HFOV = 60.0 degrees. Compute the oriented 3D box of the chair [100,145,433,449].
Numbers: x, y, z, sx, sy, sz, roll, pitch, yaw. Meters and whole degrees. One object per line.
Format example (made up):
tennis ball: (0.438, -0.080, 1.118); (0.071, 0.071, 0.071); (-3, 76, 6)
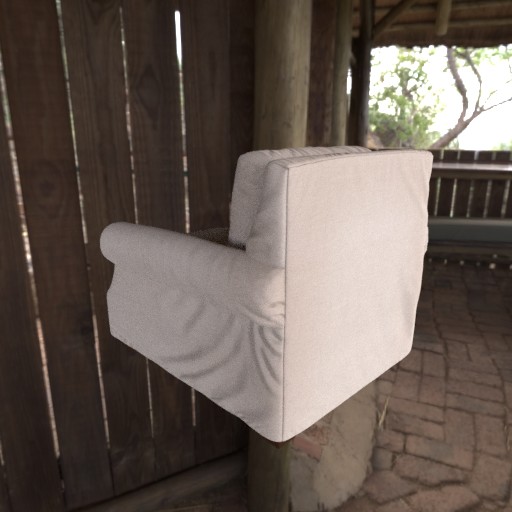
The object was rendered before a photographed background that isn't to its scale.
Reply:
chair: (0.000, 0.000, 1.774); (0.940, 0.866, 1.066); (-15, 22, -43)
